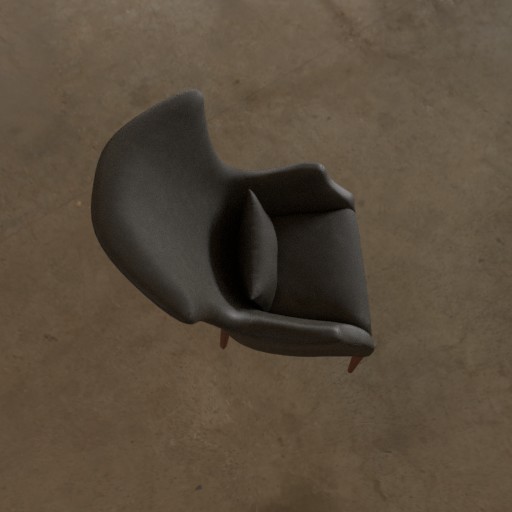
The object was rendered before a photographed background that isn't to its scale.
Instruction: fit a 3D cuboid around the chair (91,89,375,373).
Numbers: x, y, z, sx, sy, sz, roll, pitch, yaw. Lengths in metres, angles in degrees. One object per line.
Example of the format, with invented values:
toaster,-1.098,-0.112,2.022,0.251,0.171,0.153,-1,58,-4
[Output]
chair,0.000,0.000,1.777,0.954,1.068,0.819,-1,65,-1
